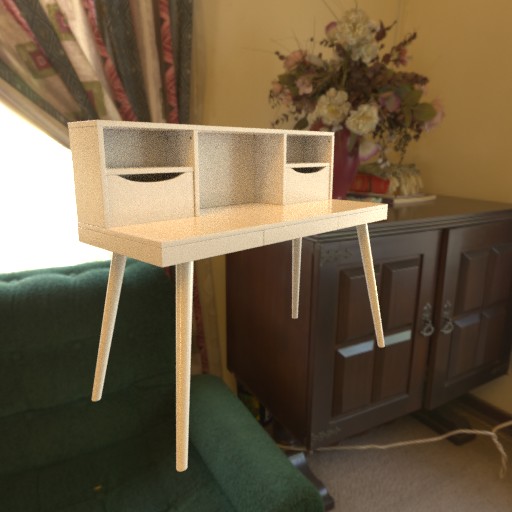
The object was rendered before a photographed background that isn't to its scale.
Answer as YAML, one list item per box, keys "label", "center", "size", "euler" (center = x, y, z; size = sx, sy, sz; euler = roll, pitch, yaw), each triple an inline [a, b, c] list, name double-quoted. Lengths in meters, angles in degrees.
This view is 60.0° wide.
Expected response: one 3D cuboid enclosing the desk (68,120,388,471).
- label: "desk"
  center: [0.000, 0.000, 1.769]
  size: [0.559, 0.990, 1.199]
  euler: [13, 18, 43]
